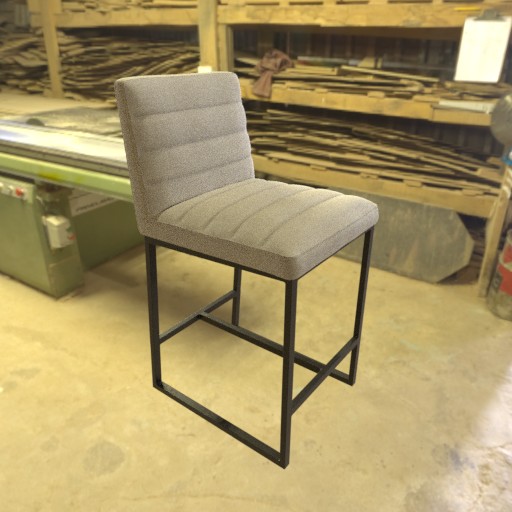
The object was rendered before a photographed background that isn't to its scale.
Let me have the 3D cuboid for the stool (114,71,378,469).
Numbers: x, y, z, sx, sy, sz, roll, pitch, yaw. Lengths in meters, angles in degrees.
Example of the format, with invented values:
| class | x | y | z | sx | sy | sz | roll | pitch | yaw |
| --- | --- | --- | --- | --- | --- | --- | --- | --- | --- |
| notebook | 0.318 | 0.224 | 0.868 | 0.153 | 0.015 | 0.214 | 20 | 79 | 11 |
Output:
| class | x | y | z | sx | sy | sz | roll | pitch | yaw |
| --- | --- | --- | --- | --- | --- | --- | --- | --- | --- |
| stool | 0.000 | 0.000 | 1.295 | 0.567 | 0.971 | 0.459 | 18 | 31 | 33 |
